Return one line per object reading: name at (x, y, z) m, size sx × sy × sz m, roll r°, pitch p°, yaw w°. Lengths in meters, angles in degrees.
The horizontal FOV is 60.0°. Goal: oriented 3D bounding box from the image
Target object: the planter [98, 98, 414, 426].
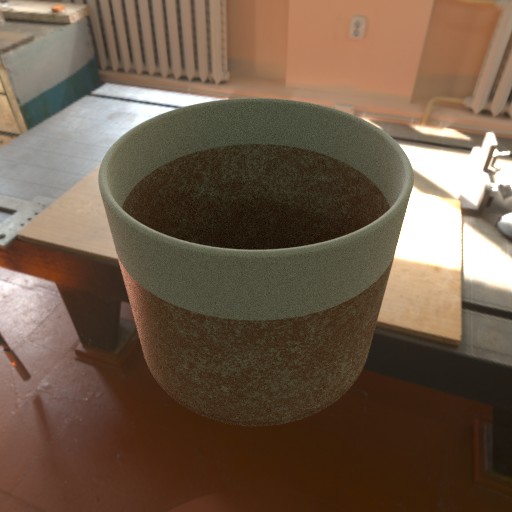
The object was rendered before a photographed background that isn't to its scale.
planter at (0.000, 0.000, 0.274) m, size 0.159 × 0.138 × 0.159 m, roll 0°, pitch 41°, yaw 0°
